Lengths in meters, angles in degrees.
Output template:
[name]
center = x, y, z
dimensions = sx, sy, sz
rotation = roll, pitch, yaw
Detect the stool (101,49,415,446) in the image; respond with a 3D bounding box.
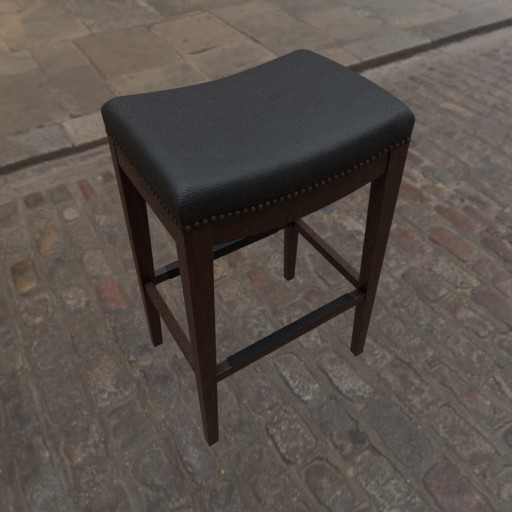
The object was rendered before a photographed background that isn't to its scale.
[stool]
center = 0.000, 0.000, 1.017
dimensions = 0.500, 0.765, 0.361
rotation = -24, 51, -22
